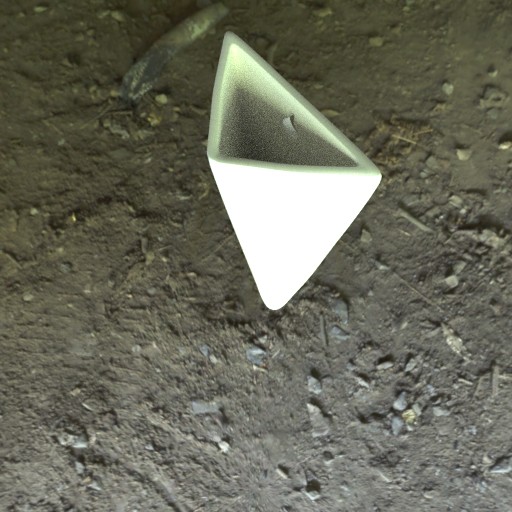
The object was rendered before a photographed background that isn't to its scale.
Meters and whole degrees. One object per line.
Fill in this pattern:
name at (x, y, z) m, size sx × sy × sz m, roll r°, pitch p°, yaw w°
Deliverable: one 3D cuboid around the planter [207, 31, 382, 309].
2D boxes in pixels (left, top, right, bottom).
planter at (0.000, 0.000, 0.398) m, size 0.065 × 0.338 × 0.143 m, roll -33°, pitch 67°, yaw -16°
